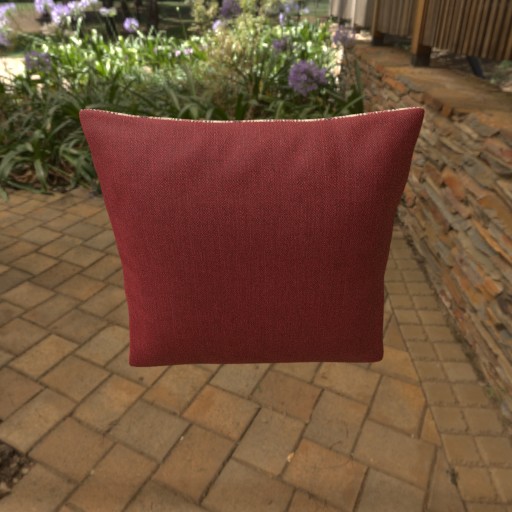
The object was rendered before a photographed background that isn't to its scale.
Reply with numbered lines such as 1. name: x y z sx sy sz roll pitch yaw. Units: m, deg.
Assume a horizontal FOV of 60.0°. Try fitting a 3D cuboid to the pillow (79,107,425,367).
1. pillow: 0.000 0.000 0.770 0.513 0.497 0.166 -1 29 -1
